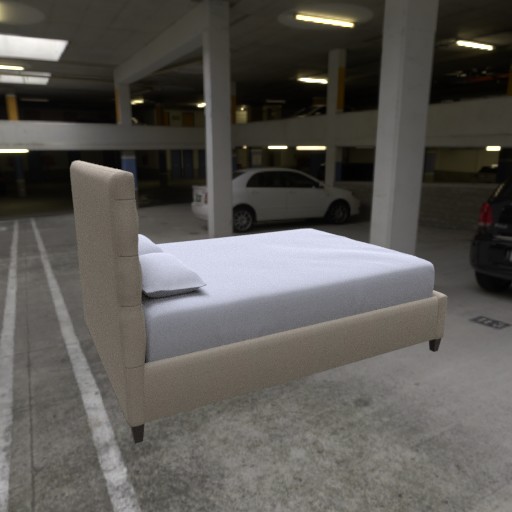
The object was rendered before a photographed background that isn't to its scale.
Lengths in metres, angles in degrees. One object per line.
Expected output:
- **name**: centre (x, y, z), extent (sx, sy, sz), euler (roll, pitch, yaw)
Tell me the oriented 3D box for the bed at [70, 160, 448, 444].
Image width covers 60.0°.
- **bed**: centre (0.000, 0.000, 3.416), extent (2.387, 1.427, 1.698), euler (-7, 16, -27)
